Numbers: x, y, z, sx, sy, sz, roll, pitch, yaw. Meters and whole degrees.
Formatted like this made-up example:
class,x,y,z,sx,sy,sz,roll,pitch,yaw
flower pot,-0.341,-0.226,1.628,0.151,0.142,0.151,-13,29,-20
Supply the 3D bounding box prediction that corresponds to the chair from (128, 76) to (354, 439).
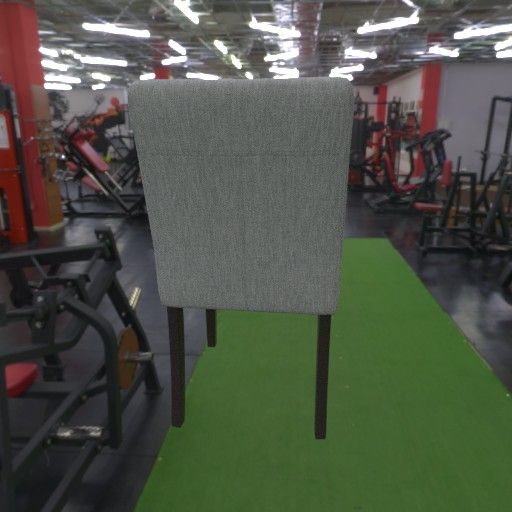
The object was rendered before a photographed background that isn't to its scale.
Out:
class,x,y,z,sx,sy,sz,roll,pitch,yaw
chair,0.000,0.000,1.249,0.487,0.884,0.629,2,16,7
